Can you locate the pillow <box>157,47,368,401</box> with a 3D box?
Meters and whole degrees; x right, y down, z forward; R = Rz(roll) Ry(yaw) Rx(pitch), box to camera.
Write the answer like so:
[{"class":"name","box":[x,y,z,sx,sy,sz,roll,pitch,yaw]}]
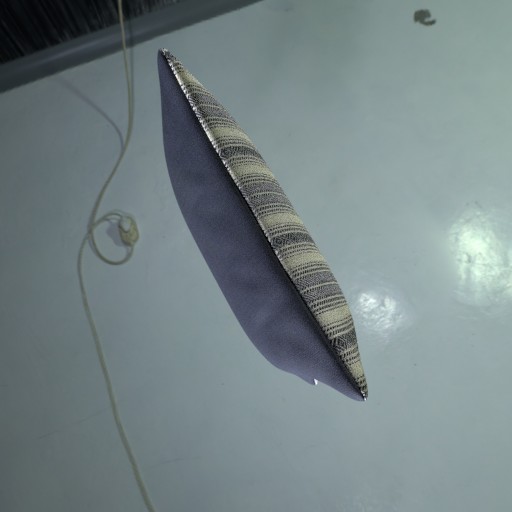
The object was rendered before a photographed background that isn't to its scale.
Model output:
[{"class":"pillow","box":[0.000,0.000,0.784,0.166,0.508,0.520,-28,77,-7]}]
